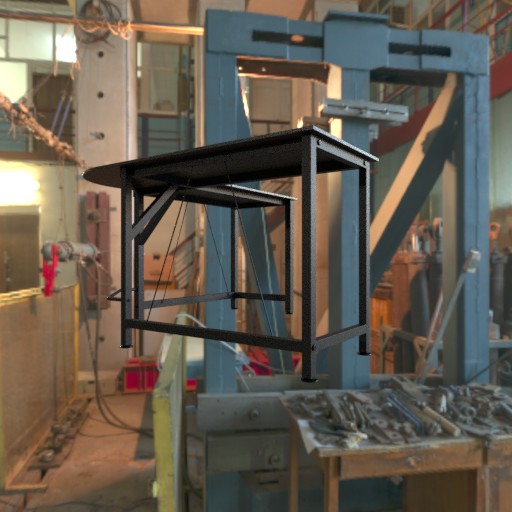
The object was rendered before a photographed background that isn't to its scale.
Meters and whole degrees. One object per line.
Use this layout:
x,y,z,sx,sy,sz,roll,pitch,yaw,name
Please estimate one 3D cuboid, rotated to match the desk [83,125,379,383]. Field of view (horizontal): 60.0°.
0.000,0.000,2.266,1.400,0.762,1.400,0,0,35,desk
